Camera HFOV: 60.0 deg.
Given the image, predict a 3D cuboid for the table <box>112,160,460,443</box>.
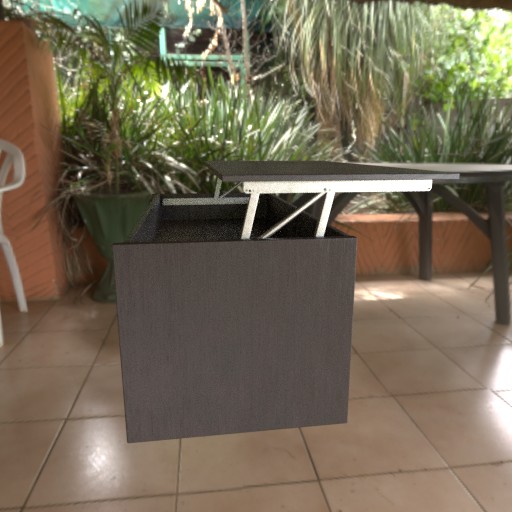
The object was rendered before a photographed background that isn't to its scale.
[{"bbox_3d":[0.000,0.000,1.421,0.712,0.570,1.000,-2,14,-8],"label":"table"}]
